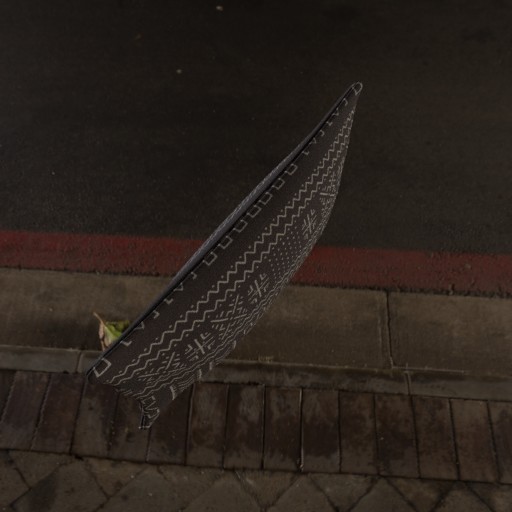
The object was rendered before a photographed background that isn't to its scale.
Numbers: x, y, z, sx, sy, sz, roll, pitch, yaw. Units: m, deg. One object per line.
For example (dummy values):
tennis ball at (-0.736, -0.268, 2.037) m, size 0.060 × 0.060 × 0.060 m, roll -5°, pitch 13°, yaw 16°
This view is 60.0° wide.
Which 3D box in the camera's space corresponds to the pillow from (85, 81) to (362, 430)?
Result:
pillow at (0.000, 0.000, 0.785) m, size 0.135 × 0.322 × 0.667 m, roll 32°, pitch 64°, yaw 18°
